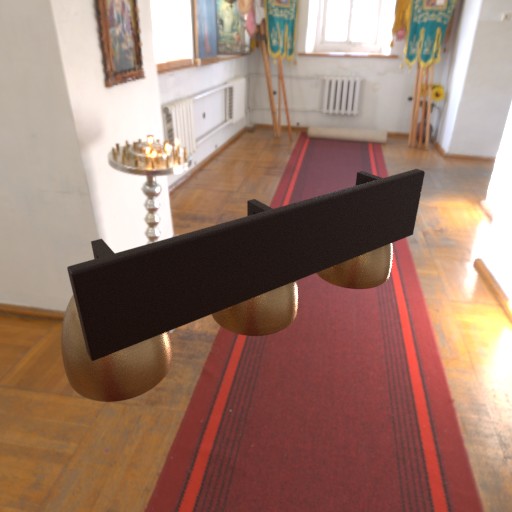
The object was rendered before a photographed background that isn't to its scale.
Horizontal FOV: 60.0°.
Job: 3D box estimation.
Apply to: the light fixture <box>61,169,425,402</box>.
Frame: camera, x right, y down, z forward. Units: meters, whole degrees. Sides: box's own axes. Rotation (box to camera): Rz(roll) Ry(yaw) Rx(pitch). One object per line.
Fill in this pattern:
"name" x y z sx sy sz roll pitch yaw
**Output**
"light fixture" 0.000 0.000 0.667 0.582 0.204 0.157 -19 34 -30
